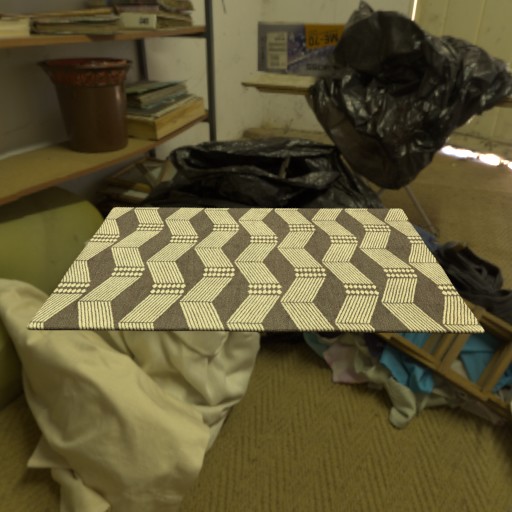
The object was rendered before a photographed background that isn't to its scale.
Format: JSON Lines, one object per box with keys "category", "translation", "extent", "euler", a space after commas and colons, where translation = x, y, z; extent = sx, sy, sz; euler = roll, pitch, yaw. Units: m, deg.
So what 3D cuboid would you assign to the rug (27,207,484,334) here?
{"category": "rug", "translation": [0.000, 0.000, 2.290], "extent": [1.833, 0.016, 1.210], "euler": [0, 30, 1]}
